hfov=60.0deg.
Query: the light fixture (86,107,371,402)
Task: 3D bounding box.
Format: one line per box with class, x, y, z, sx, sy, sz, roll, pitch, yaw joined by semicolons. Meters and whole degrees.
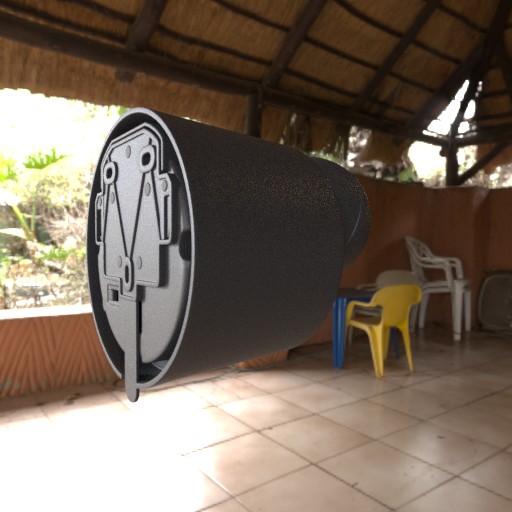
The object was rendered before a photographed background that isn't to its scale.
light fixture;0.000;0.000;0.265;0.160;0.143;0.134;-1;1;-37
